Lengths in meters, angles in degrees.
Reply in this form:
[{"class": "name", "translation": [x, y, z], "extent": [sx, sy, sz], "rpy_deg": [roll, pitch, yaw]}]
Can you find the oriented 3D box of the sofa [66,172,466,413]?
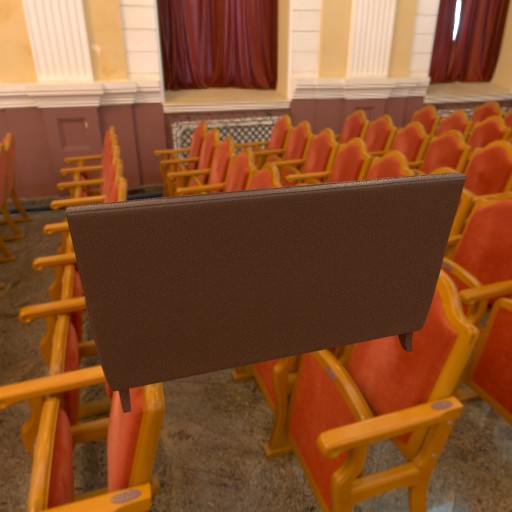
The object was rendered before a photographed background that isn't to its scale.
[{"class": "sofa", "translation": [0.000, 0.000, 2.070], "extent": [1.468, 0.859, 0.853], "rpy_deg": [-7, 25, -16]}]
